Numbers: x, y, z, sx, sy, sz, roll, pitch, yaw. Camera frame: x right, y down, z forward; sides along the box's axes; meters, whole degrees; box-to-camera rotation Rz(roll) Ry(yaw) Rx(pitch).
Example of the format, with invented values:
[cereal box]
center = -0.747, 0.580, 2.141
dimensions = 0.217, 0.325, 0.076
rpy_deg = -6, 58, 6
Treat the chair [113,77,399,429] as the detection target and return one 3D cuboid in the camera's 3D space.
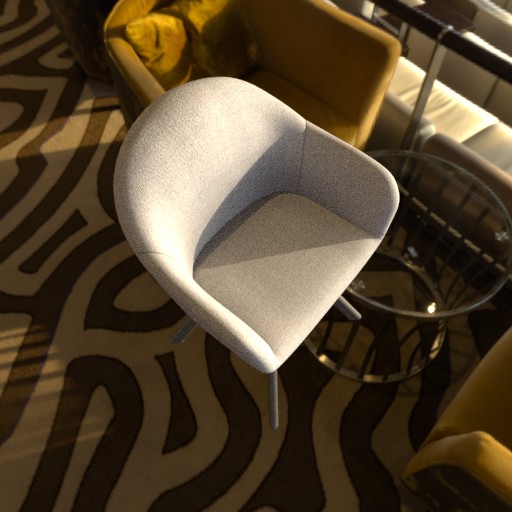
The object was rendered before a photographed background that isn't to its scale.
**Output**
[chair]
center = 0.000, 0.000, 1.201
dimensions = 0.550, 0.795, 0.590
rpy_deg = 34, 63, 21
